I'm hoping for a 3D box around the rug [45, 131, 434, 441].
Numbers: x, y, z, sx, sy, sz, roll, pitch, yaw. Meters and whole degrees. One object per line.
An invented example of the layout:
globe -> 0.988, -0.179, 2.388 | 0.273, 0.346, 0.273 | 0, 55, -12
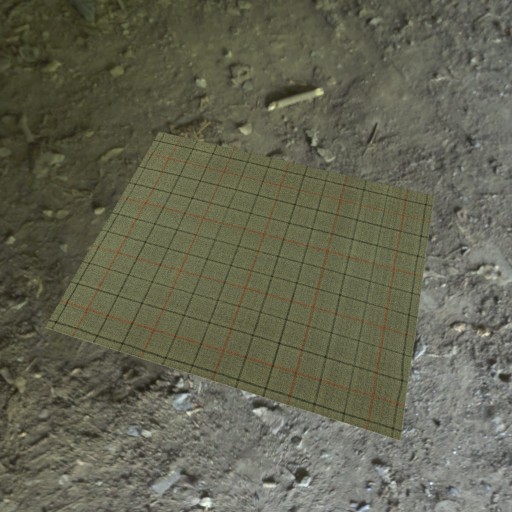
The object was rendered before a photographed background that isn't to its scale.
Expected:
rug -> 0.000, 0.000, 4.163 | 3.048, 0.012, 2.444 | 15, 61, 9
